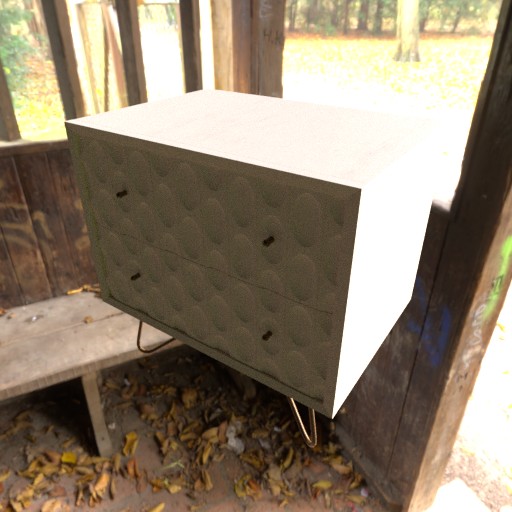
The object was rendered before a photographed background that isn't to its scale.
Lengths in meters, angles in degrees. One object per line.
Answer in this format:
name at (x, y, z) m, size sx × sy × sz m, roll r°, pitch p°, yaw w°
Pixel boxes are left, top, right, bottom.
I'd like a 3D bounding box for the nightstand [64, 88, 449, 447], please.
nightstand at (0.000, 0.000, 1.011) m, size 0.614 × 0.604 × 0.447 m, roll 19°, pitch 35°, yaw 29°
